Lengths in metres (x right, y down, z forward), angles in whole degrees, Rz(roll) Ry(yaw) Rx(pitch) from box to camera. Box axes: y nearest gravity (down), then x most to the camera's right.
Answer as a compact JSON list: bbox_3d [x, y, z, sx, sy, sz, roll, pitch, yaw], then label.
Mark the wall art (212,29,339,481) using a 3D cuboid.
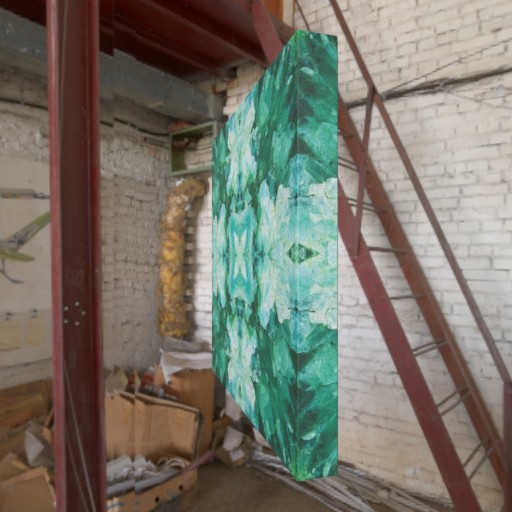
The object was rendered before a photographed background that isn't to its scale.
[{"bbox_3d":[0.000,0.000,0.459,0.033,0.313,0.313,0,0,-17],"label":"wall art"}]
